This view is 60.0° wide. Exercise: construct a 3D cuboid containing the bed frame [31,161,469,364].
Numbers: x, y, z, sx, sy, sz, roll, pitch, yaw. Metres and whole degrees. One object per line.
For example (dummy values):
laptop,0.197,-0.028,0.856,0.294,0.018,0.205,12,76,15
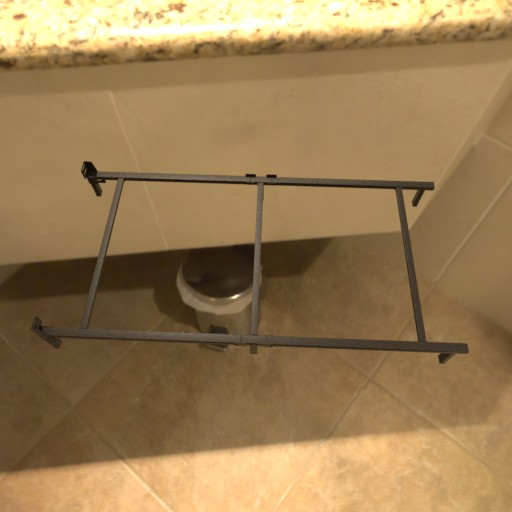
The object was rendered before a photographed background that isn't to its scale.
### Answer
bed frame,0.000,0.000,2.232,1.897,0.248,0.968,2,60,1
